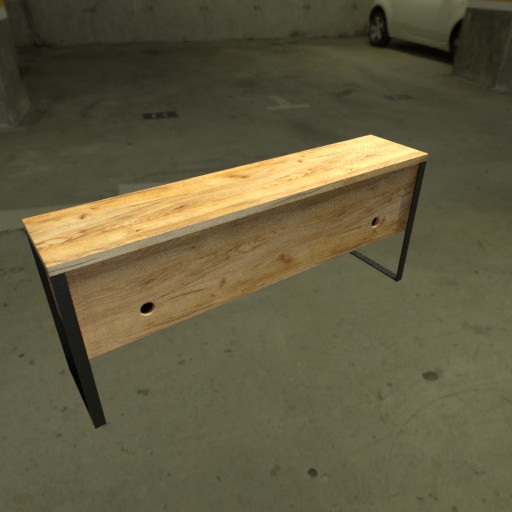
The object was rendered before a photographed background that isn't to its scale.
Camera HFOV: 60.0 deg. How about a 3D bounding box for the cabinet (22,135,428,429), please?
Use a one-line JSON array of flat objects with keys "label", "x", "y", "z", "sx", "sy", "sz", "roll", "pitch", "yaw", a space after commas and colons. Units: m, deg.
[{"label": "cabinet", "x": 0.000, "y": 0.000, "z": 2.107, "sx": 1.800, "sy": 0.762, "sz": 0.395, "roll": -20, "pitch": 37, "yaw": -29}]
